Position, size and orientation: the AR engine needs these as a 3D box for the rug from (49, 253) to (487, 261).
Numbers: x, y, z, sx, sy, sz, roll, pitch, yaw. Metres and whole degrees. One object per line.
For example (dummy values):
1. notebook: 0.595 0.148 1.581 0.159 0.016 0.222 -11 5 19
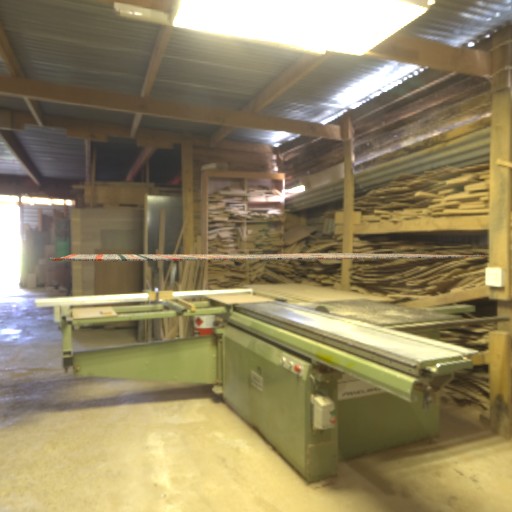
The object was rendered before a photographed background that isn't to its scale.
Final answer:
1. rug: 0.000 0.000 2.313 1.835 0.017 1.220 0 1 -18
